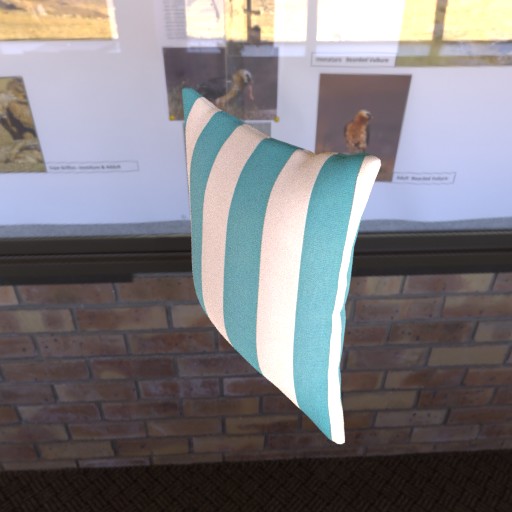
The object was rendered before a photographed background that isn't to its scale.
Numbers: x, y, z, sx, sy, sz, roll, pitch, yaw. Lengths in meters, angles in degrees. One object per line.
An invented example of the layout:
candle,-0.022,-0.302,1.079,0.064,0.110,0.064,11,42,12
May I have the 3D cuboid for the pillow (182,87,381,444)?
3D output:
pillow,0.000,0.000,0.839,0.189,0.526,0.536,-20,37,-29
